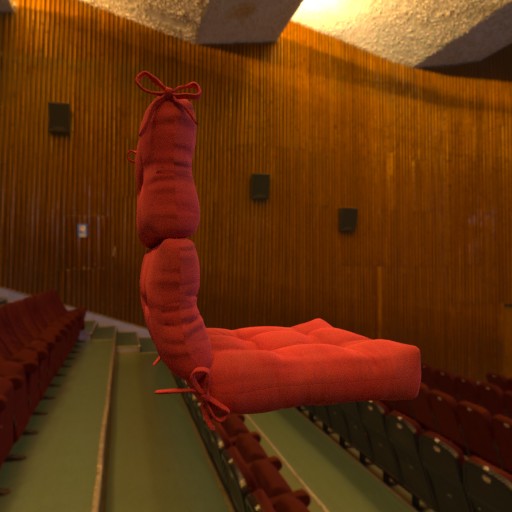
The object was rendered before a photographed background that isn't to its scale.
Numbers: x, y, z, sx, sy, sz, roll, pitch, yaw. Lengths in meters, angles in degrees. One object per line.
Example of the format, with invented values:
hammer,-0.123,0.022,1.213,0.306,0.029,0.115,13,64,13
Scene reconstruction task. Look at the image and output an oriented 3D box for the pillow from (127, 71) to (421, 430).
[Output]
pillow,0.000,0.000,1.029,0.571,0.605,0.519,0,-1,-17
